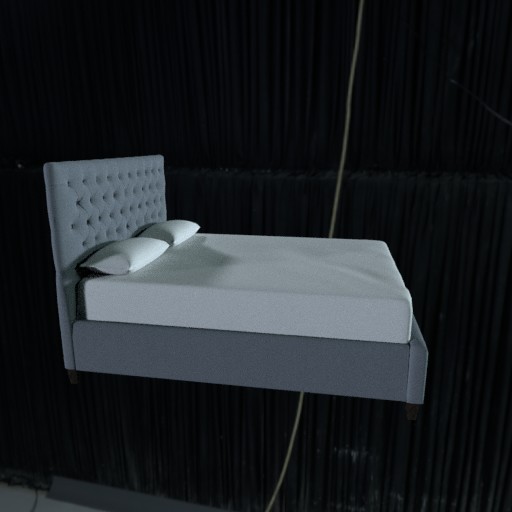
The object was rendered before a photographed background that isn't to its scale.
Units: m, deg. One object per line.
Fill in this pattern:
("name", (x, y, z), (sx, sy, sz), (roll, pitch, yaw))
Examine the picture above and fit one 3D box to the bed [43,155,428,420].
("bed", (0.000, 0.000, 3.327), (2.231, 1.427, 1.698), (3, 15, 10))
